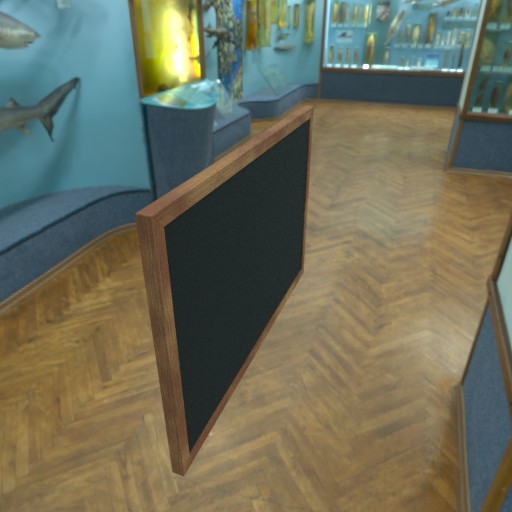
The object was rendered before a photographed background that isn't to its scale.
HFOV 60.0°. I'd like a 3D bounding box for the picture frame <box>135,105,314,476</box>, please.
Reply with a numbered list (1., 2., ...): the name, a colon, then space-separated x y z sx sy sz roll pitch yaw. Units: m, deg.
1. picture frame: 0.000 0.000 1.231 0.029 0.640 0.950 11 31 19
